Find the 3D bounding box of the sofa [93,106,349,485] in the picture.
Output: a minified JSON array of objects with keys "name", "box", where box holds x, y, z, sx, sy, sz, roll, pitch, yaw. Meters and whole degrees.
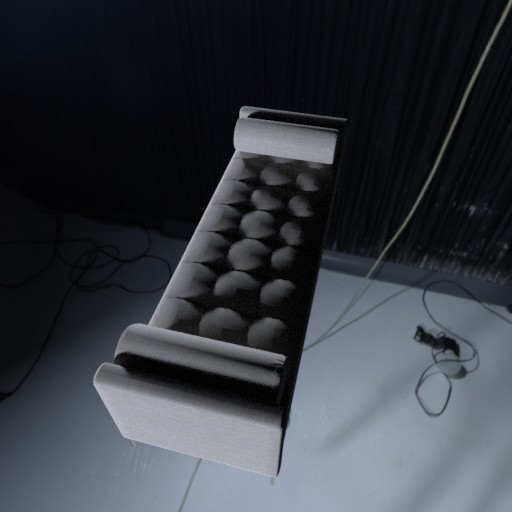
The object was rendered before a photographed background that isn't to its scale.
[{"name":"sofa","box":[0.000,0.000,2.348,0.686,0.635,1.981,10,48,10]}]
